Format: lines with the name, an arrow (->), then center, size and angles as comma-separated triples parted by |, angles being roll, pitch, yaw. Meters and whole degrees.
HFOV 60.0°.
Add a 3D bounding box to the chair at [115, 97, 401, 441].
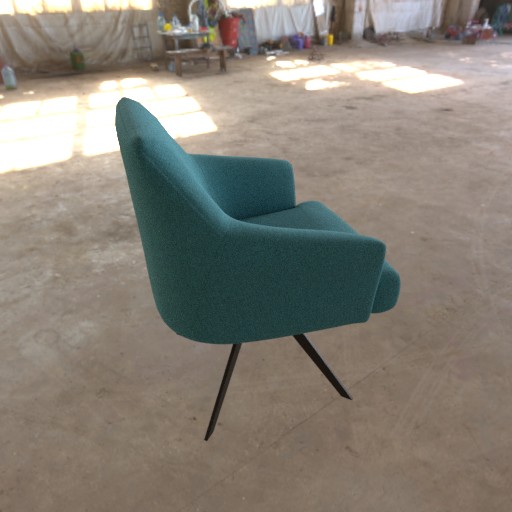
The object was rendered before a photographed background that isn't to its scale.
chair -> 0.000, 0.000, 1.314 | 0.677, 0.874, 0.642 | -10, 33, -16
